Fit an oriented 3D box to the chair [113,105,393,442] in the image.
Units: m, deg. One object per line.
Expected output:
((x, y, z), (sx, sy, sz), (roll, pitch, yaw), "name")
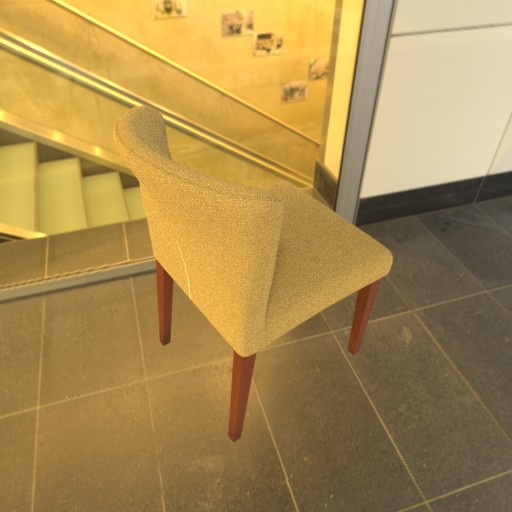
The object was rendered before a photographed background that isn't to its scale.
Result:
((0.000, 0.000, 1.210), (0.589, 0.839, 0.491), (-27, 48, -26), "chair")
